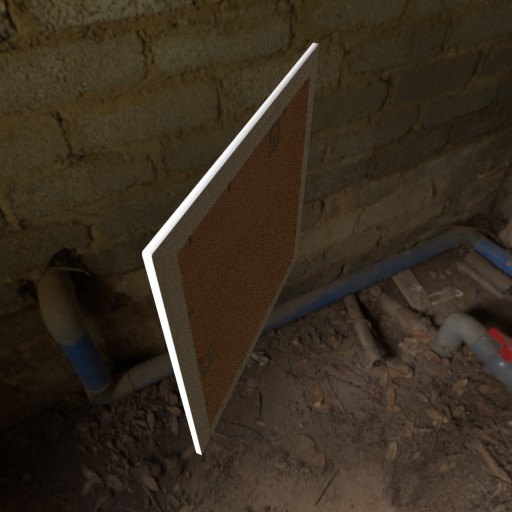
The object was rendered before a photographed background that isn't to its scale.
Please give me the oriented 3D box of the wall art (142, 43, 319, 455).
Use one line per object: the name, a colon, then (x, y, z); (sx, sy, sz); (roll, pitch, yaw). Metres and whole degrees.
wall art: (0.000, 0.000, 0.855); (0.013, 0.584, 0.584); (17, 49, 15)
